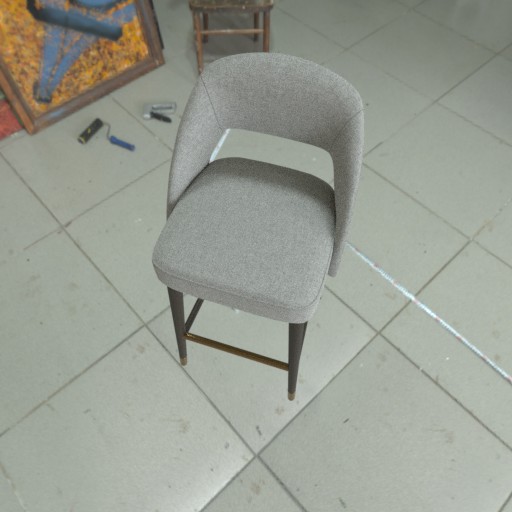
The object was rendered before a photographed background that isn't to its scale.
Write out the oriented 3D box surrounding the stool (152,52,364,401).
[{"bbox_3d":[0.000,0.000,1.357,0.494,1.037,0.509,15,59,9],"label":"stool"}]
